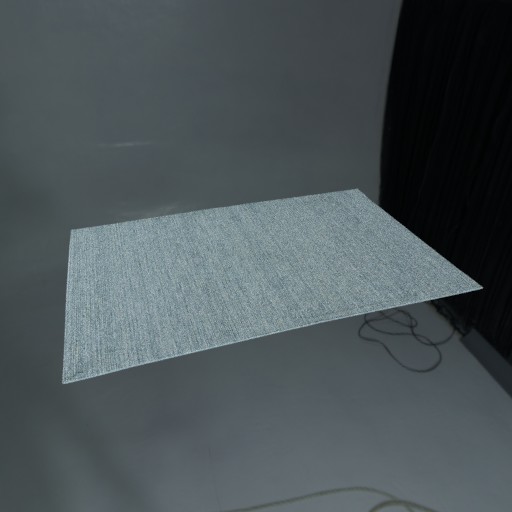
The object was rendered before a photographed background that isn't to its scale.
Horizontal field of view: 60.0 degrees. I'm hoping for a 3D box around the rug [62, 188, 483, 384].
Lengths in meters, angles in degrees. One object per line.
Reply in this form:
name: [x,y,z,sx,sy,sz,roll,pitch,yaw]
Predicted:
rug: [0.000,0.000,2.299,1.853,0.022,1.174,-10,34,-15]
